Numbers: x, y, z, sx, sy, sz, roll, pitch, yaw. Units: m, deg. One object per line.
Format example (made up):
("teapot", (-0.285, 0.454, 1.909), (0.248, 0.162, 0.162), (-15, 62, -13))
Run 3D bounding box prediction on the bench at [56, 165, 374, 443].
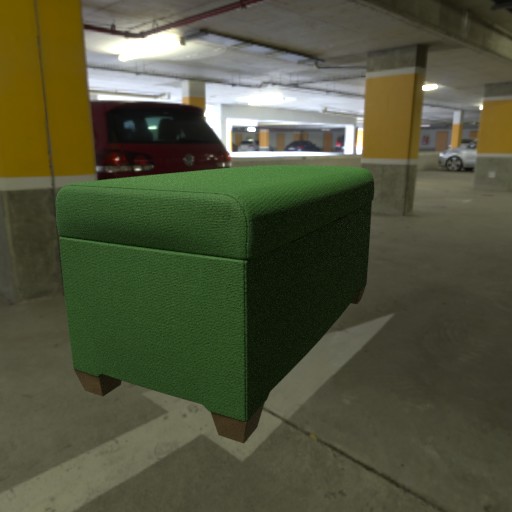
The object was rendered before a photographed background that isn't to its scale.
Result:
("bench", (0.000, 0.000, 1.296), (0.505, 0.501, 0.989), (7, 16, 26))
